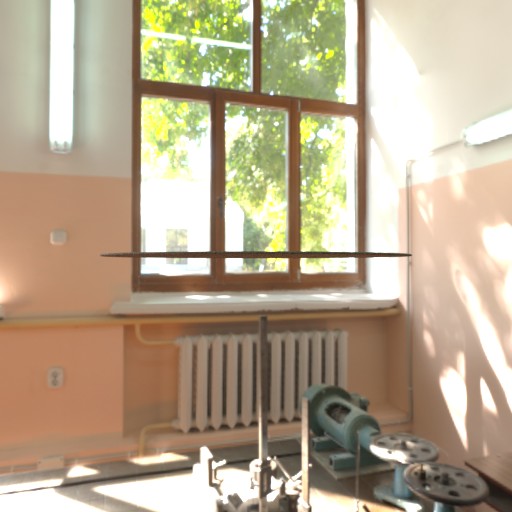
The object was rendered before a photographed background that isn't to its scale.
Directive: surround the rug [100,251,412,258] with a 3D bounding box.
[{"bbox_3d":[0.000,0.000,2.406,1.598,0.010,1.598,0,-1,0],"label":"rug"}]
